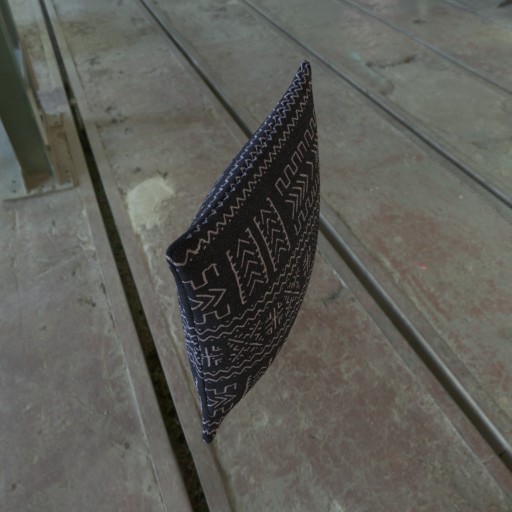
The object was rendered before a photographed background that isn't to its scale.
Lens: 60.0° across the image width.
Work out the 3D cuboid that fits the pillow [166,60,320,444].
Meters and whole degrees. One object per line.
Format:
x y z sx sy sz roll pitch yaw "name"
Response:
0.000 0.000 0.678 0.164 0.430 0.438 16 48 14 "pillow"
